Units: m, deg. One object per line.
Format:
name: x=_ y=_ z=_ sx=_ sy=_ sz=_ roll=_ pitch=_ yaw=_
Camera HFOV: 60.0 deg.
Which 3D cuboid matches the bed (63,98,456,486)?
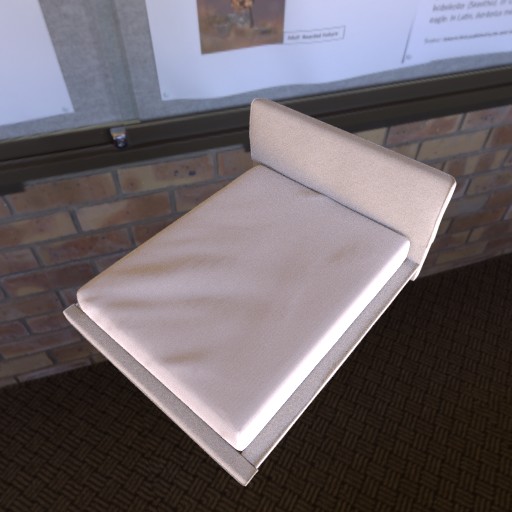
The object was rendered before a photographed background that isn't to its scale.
bed: x=0.000 y=0.000 z=3.539 sx=1.980 sy=1.126 sz=2.498 roll=32 pitch=55 yaw=26
